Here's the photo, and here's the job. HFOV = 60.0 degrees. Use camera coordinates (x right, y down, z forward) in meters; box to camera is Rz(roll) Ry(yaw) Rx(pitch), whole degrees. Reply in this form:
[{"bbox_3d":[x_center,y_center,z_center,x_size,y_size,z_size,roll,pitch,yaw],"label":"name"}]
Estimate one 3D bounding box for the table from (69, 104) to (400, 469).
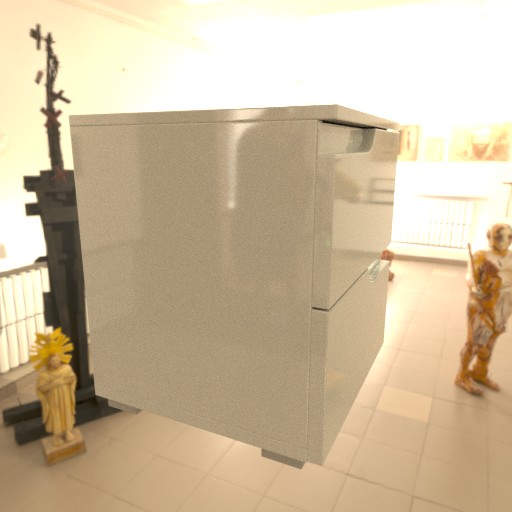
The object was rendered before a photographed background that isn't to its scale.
[{"bbox_3d":[0.000,0.000,0.796,0.400,0.470,0.420,7,15,25],"label":"table"}]
